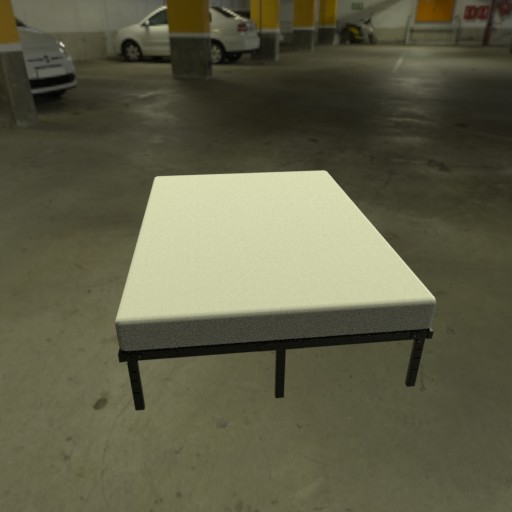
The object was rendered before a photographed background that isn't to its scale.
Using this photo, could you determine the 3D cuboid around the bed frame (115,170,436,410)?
[{"bbox_3d":[0.000,0.000,3.826,2.205,0.680,2.842,0,28,1],"label":"bed frame"}]
